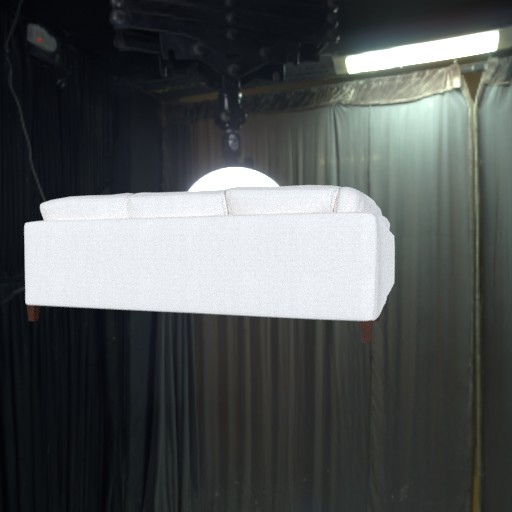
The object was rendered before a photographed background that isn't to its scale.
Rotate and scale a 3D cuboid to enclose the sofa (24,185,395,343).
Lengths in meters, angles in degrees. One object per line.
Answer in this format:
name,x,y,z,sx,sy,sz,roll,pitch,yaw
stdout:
sofa,0.000,0.000,4.422,2.593,0.947,3.302,0,1,19
